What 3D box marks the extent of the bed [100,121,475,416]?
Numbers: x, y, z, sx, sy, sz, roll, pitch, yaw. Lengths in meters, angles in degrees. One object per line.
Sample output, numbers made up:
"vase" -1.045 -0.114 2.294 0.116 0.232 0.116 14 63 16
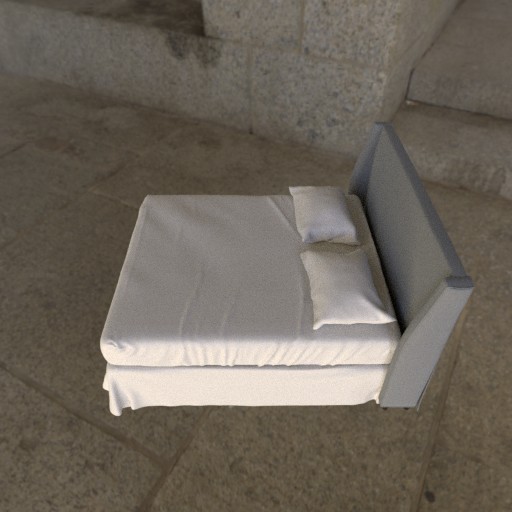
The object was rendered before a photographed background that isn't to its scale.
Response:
"bed" 0.000 0.000 3.404 2.276 1.332 1.925 0 42 0
